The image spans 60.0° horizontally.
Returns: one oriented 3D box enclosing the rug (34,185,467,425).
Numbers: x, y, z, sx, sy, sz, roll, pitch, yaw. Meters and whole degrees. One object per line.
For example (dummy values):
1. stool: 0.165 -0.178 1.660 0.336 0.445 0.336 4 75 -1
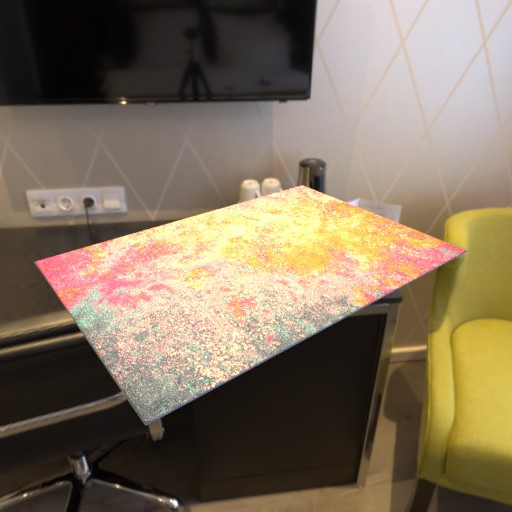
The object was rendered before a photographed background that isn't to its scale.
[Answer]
1. rug: 0.000 0.000 3.588 2.896 0.013 2.007 -20 35 -32
